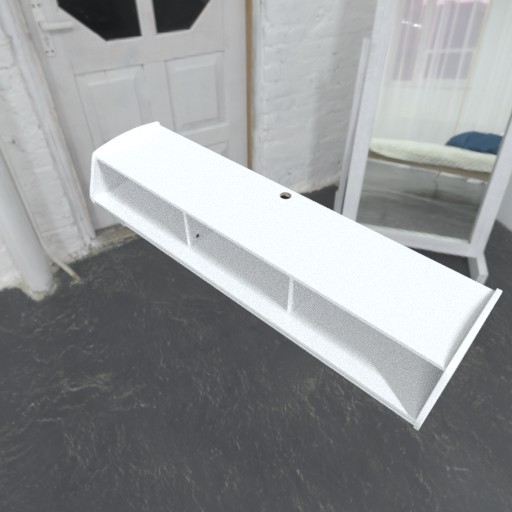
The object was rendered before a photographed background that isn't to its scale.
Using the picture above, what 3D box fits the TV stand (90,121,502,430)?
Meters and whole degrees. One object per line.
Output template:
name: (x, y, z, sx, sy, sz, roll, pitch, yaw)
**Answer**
TV stand: (0.000, 0.000, 1.605, 1.473, 0.424, 0.397, 31, 53, 28)
